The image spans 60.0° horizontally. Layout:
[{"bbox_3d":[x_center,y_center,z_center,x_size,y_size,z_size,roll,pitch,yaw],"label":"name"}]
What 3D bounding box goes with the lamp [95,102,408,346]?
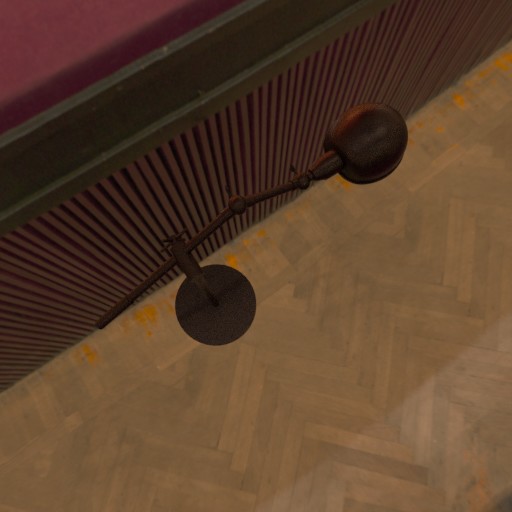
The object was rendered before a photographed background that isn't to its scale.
[{"bbox_3d":[0.000,0.000,0.812,0.567,0.495,0.185,-32,79,-7],"label":"lamp"}]
